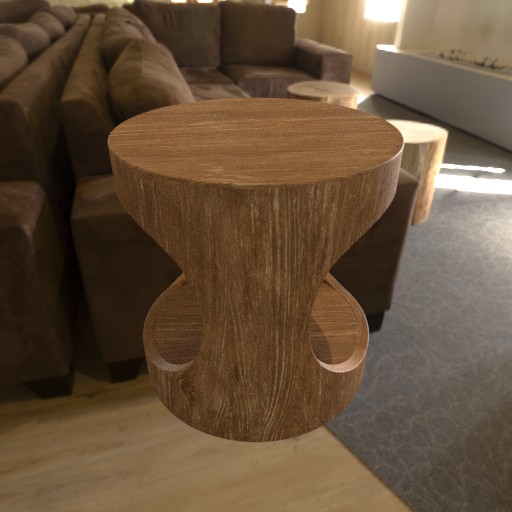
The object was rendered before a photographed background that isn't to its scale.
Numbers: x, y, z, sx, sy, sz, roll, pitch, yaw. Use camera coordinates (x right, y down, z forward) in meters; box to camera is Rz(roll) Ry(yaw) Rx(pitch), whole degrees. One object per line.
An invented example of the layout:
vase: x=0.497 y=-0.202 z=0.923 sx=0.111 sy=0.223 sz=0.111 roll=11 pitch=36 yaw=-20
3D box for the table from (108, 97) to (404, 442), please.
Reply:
table: x=0.000 y=0.000 z=0.963 sx=0.527 sy=0.551 sz=0.527 roll=0 pitch=32 yaw=0
